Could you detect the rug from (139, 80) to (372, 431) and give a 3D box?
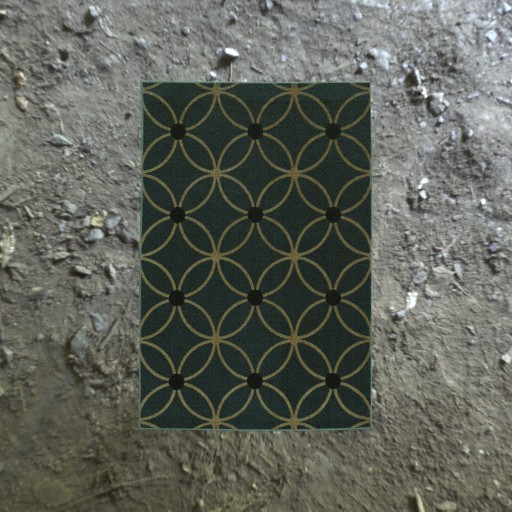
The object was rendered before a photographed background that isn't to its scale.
[{"bbox_3d":[0.000,0.000,2.893,1.522,0.008,2.284,0,90,-1],"label":"rug"}]
